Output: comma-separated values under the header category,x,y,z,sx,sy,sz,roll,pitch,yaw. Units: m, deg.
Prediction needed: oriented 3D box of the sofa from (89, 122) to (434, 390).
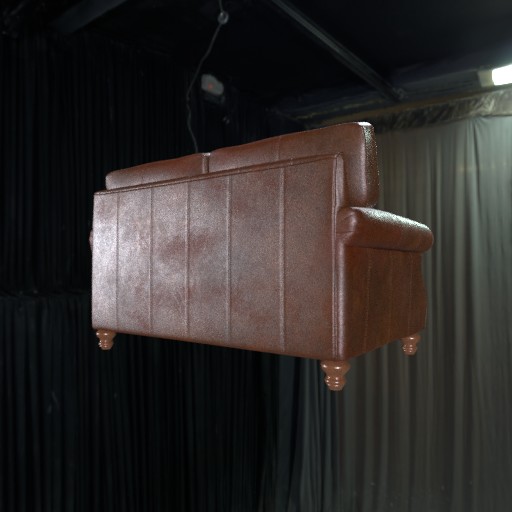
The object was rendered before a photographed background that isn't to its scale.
category,x,y,z,sx,sy,sz,roll,pitch,yaw
sofa,0.000,0.000,2.301,1.616,0.976,0.990,-1,-2,36
